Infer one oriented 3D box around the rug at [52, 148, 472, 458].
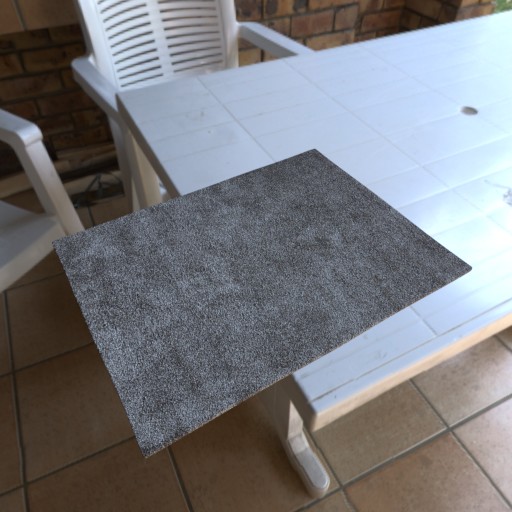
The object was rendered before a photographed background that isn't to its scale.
[{"bbox_3d":[0.000,0.000,2.100,1.601,0.025,1.198,-24,50,-22],"label":"rug"}]
